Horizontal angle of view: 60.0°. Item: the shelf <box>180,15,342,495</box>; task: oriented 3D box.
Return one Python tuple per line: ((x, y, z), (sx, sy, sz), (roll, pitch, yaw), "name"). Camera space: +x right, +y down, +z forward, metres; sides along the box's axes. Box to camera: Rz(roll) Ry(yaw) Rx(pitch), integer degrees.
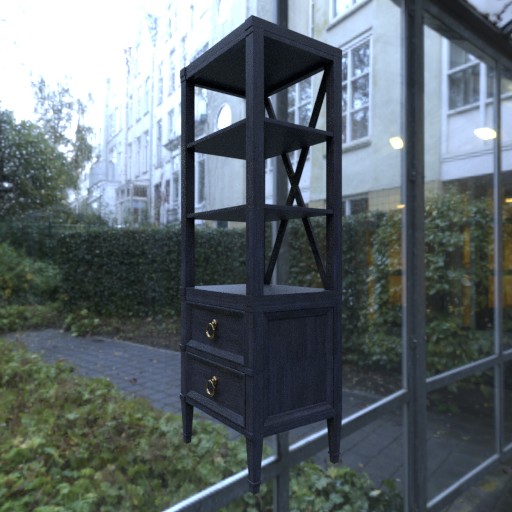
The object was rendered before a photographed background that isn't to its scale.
((0.000, 0.000, 1.955), (0.472, 1.727, 0.584), (0, 0, -36), "shelf")
